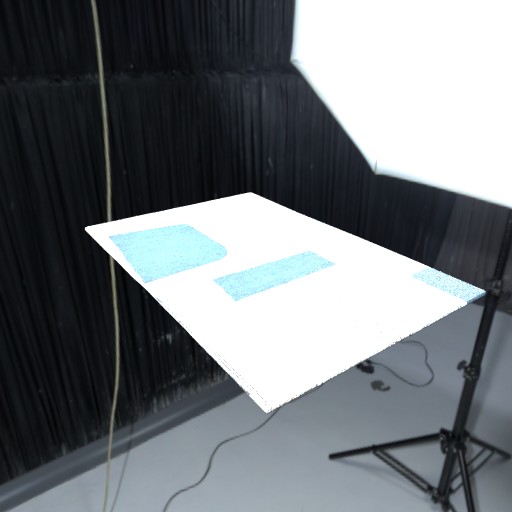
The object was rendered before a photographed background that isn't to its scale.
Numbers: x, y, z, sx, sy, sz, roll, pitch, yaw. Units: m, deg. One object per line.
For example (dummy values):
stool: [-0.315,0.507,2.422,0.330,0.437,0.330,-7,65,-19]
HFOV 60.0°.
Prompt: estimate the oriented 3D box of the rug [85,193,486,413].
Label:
rug: [0.000,0.000,2.342,1.238,0.020,1.847,-17,30,-32]
